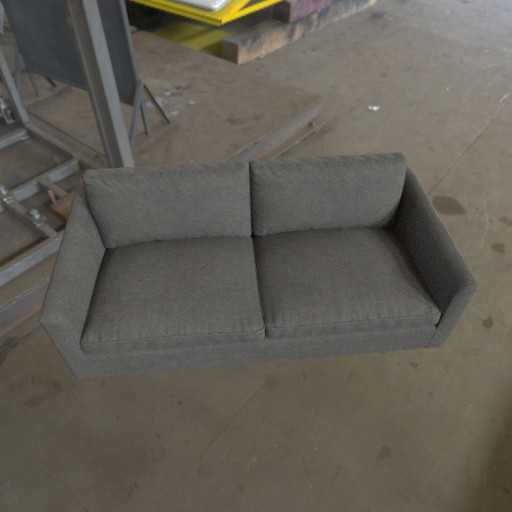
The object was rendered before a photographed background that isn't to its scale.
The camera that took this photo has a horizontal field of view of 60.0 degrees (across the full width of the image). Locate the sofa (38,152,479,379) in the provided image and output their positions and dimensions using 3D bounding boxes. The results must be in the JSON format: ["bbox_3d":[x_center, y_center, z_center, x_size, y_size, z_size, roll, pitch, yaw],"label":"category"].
[{"bbox_3d":[0.000,0.000,2.744,2.257,0.838,1.092,-4,46,-4],"label":"sofa"}]
